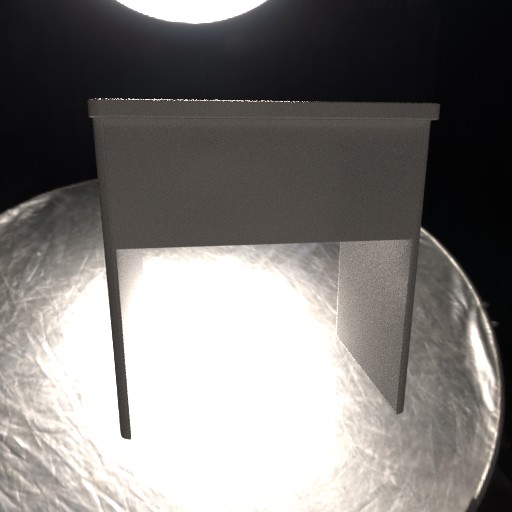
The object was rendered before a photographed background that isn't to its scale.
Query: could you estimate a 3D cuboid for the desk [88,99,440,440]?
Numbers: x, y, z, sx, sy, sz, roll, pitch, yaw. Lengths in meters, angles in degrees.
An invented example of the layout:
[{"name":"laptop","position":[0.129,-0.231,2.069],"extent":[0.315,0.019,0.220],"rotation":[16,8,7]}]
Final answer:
[{"name":"desk","position":[0.000,0.000,1.278],"extent":[0.762,0.800,0.549],"rotation":[-2,15,-8]}]
